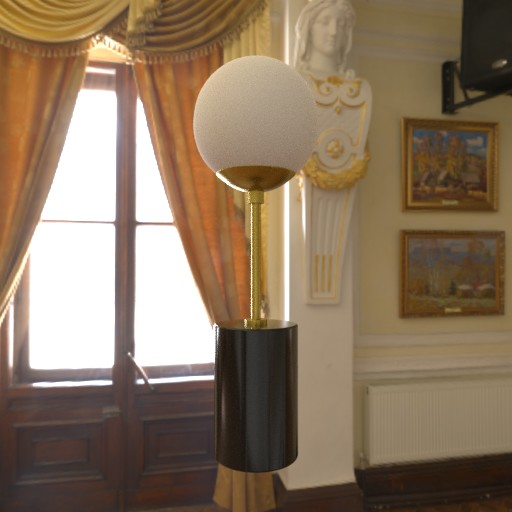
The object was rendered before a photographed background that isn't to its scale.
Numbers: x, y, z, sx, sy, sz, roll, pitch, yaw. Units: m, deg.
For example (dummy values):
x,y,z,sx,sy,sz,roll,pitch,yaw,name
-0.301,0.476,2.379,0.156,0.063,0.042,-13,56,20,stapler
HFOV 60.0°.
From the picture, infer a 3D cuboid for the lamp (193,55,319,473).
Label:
x,y,z,sx,sy,sz,roll,pitch,yaw,name
0.000,0.000,0.544,0.153,0.480,0.153,0,-1,0,lamp
